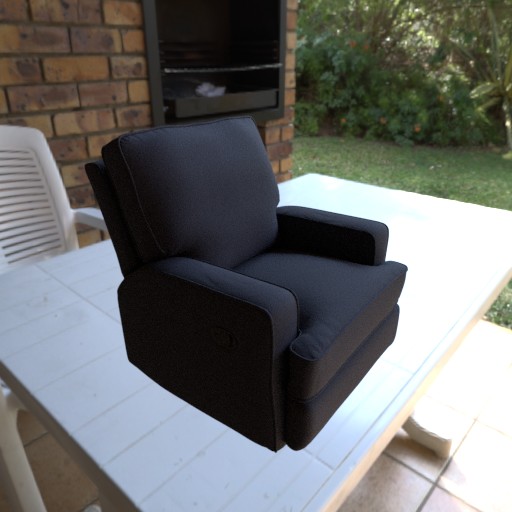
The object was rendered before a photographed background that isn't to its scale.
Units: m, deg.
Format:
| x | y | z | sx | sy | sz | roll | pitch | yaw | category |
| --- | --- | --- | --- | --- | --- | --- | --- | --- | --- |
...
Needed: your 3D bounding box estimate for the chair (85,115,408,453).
| x | y | z | sx | sy | sz | roll | pitch | yaw | category |
| --- | --- | --- | --- | --- | --- | --- | --- | --- | --- |
| 0.000 | 0.000 | 1.707 | 0.964 | 0.962 | 0.861 | 18 | 30 | 33 | chair |
